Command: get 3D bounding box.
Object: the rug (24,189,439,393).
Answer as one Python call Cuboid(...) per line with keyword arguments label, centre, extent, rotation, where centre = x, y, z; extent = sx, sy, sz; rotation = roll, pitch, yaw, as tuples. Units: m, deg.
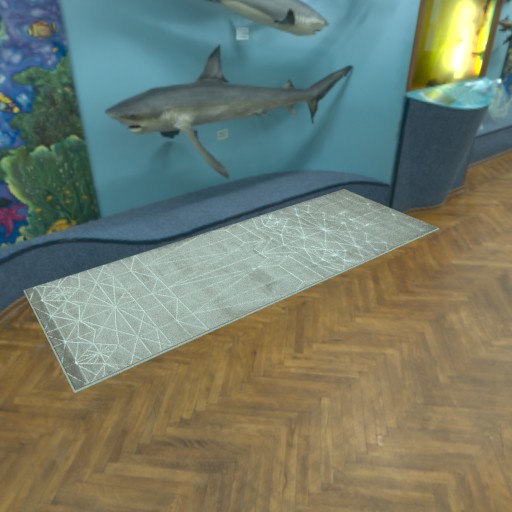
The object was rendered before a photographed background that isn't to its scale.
Cuboid(label="rug", centre=(0.000, 0.000, 2.633), extent=(2.388, 0.012, 0.864), rotation=(-20, 36, -31))
